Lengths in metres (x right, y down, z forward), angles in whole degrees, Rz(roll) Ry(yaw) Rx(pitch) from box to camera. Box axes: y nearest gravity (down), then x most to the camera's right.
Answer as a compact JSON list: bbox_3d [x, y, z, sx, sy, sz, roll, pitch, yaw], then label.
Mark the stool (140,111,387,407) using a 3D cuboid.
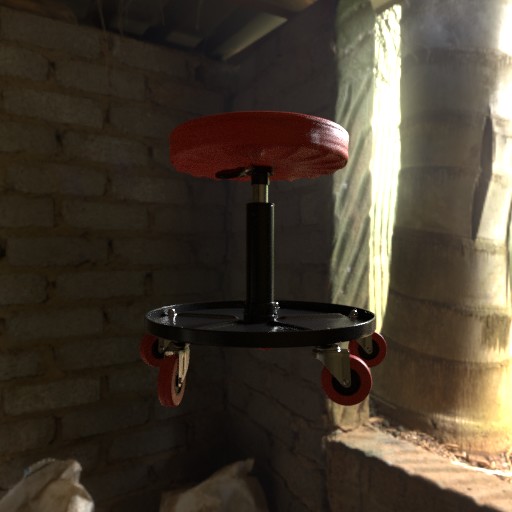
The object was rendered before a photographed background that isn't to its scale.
[{"bbox_3d":[0.000,0.000,0.679,0.381,0.365,0.382,0,0,17],"label":"stool"}]
